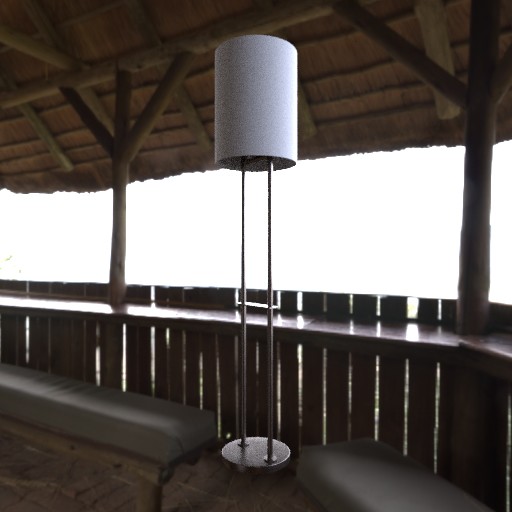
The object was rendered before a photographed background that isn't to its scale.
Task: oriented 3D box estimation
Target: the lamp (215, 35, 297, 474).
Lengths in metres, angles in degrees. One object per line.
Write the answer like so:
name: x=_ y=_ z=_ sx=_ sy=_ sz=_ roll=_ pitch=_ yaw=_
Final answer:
lamp: x=0.000 y=0.000 z=1.652 sx=0.305 sy=1.500 sz=0.306 roll=0 pitch=0 yaw=-37
